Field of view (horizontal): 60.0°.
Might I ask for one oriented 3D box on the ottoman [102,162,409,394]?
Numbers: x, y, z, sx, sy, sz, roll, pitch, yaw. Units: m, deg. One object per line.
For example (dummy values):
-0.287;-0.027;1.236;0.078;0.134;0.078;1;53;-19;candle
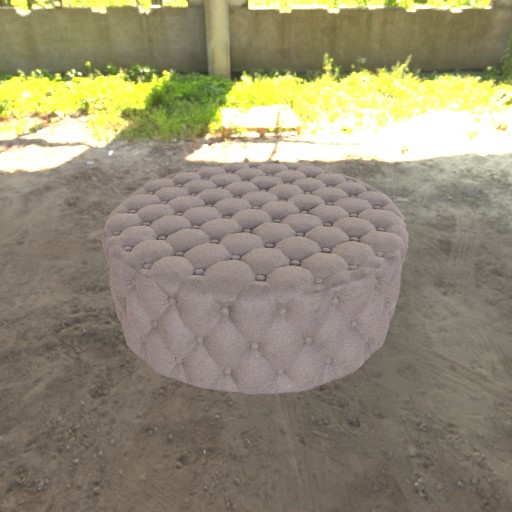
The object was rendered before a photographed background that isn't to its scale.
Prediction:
0.000;0.000;1.561;0.998;0.399;0.998;0;31;0;ottoman
